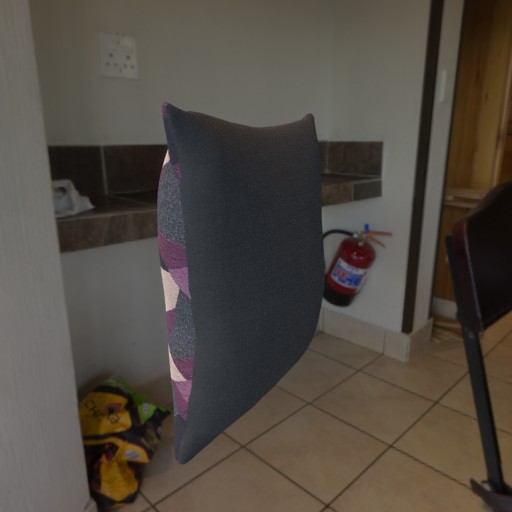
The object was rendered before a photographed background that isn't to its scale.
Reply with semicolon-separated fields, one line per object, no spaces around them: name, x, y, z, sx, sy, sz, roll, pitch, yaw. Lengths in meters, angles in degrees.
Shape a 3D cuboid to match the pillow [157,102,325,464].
pillow;0.000;0.000;0.779;0.208;0.496;0.503;7;17;26
